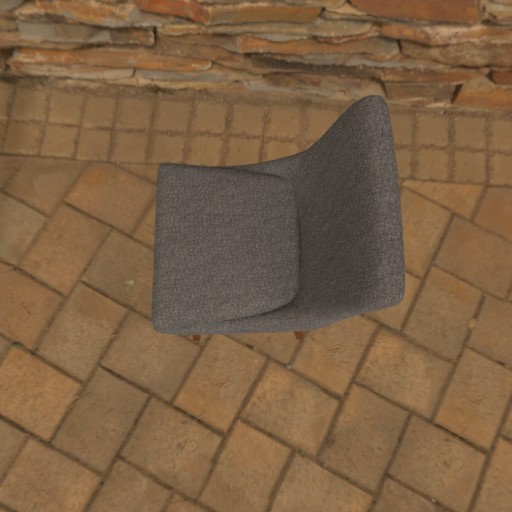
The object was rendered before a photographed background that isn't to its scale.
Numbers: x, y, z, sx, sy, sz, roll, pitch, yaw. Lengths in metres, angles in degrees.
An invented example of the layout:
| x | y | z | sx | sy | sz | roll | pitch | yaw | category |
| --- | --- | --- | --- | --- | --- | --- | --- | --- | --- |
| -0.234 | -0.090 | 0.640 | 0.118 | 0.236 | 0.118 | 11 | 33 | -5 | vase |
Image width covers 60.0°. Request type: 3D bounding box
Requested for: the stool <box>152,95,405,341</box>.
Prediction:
| x | y | z | sx | sy | sz | roll | pitch | yaw | category |
| --- | --- | --- | --- | --- | --- | --- | --- | --- | --- |
| 0.000 | 0.000 | 1.375 | 0.572 | 1.068 | 0.489 | -1 | 77 | 0 | stool |
